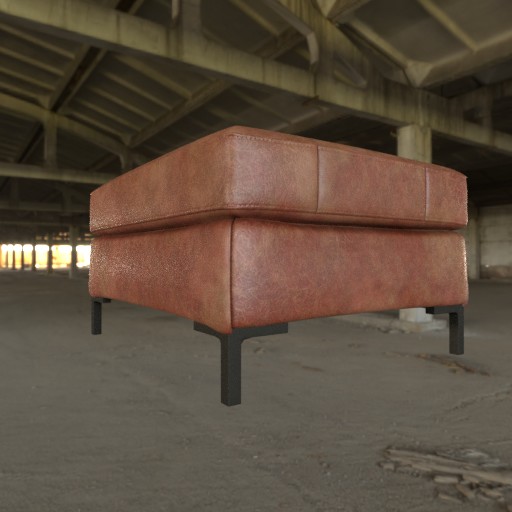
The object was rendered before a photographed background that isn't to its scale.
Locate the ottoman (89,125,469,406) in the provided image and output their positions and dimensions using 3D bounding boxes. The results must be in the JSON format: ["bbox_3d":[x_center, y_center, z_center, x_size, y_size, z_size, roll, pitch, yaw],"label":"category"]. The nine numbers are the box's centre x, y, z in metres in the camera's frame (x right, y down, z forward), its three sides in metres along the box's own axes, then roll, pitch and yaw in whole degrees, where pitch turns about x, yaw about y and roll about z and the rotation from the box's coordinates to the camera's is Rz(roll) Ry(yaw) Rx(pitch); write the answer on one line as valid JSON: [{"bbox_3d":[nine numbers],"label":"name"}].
[{"bbox_3d":[0.000,0.000,1.704,0.965,0.667,1.186,0,0,-35],"label":"ottoman"}]
